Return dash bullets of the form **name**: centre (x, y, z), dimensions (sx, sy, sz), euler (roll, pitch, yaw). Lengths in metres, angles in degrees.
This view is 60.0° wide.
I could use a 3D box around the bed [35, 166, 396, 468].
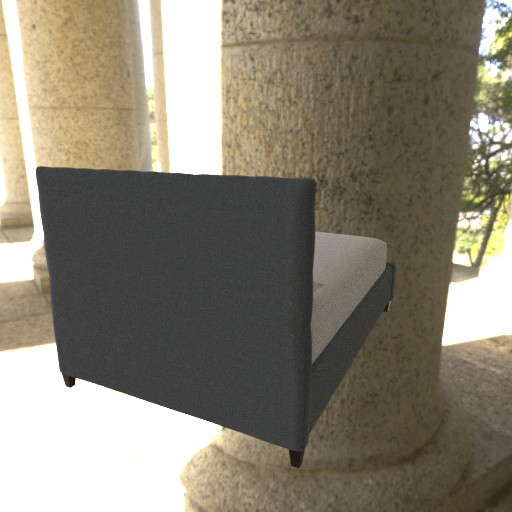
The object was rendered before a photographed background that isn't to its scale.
- **bed**: centre (0.000, 0.000, 3.329), dimensions (1.698, 1.411, 2.335), euler (8, 17, 26)
